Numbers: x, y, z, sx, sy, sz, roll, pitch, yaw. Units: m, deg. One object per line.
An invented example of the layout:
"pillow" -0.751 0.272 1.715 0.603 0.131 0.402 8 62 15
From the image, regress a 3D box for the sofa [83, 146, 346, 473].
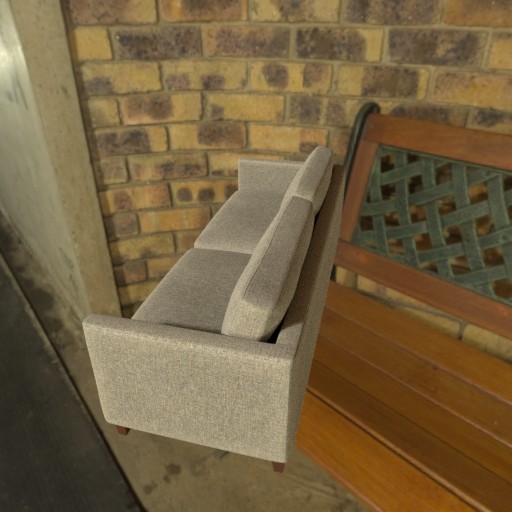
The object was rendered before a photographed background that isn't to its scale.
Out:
"sofa" 0.000 0.000 2.912 0.948 0.951 2.434 7 31 13
